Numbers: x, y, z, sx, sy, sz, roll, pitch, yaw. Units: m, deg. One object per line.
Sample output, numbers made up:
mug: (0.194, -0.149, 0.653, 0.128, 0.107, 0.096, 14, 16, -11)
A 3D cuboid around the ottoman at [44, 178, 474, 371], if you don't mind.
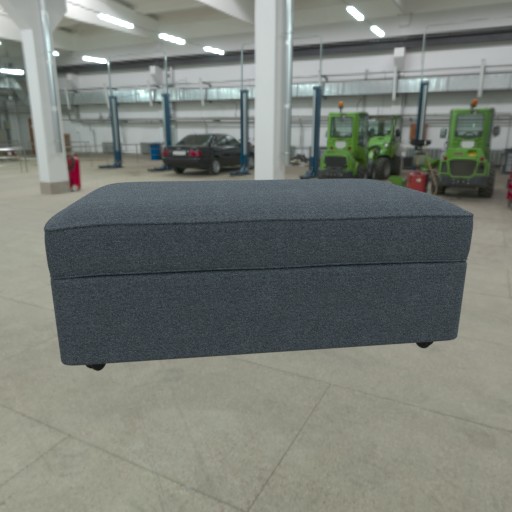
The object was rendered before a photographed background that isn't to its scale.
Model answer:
ottoman: (0.000, 0.000, 1.532, 1.173, 0.494, 0.681, -2, 16, -8)
